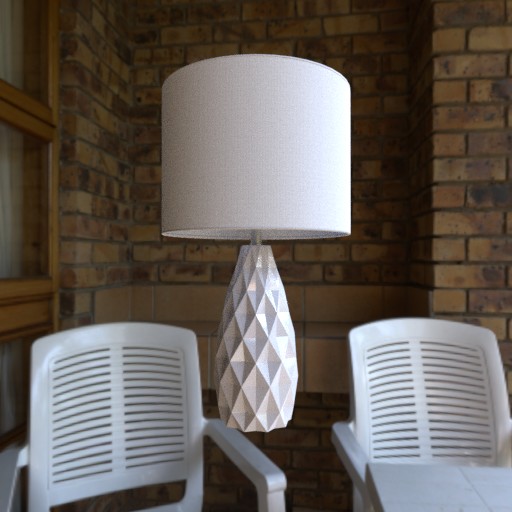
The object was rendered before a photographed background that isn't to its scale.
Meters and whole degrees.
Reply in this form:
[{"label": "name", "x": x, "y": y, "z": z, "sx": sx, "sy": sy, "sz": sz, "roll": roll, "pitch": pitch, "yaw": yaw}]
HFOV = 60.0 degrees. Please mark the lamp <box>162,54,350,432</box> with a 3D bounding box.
[{"label": "lamp", "x": 0.000, "y": 0.000, "z": 0.712, "sx": 0.297, "sy": 0.522, "sz": 0.297, "roll": 0, "pitch": 0, "yaw": 0}]
